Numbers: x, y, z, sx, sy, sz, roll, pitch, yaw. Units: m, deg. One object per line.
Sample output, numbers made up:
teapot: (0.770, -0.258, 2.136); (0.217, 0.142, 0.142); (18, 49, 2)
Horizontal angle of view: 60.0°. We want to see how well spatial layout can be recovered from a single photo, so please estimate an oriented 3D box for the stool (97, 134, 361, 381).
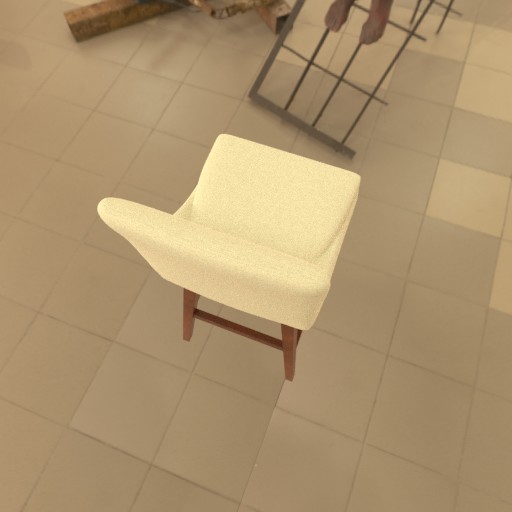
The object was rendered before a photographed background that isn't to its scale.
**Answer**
stool: (0.000, 0.000, 1.363); (0.470, 1.097, 0.559); (19, 66, 9)
